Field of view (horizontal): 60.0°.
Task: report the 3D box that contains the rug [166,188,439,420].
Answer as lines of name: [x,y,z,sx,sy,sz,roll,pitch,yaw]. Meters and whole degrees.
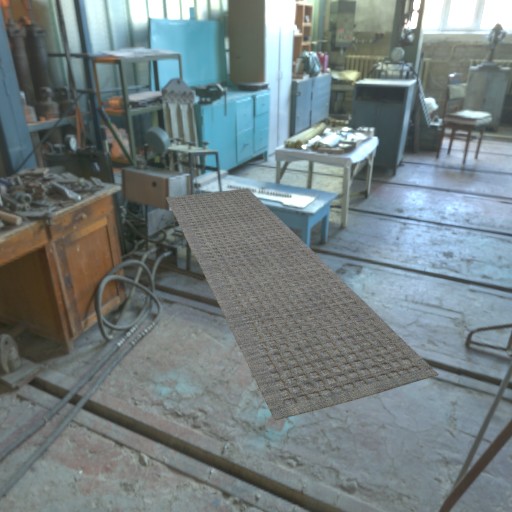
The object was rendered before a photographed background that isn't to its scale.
rug: [0.000,0.000,2.683,0.706,0.009,2.443,-9,29,-17]
